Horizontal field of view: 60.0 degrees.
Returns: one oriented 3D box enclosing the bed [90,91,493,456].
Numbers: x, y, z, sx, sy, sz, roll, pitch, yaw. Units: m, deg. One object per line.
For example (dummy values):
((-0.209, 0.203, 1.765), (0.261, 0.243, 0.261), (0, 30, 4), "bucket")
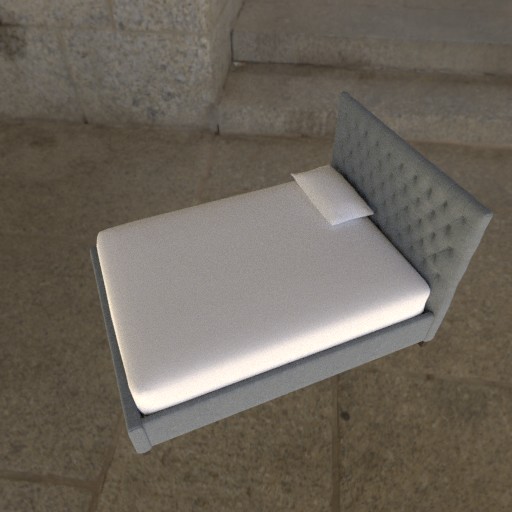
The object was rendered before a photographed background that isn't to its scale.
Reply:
((0.000, 0.000, 3.290), (2.335, 1.411, 1.698), (-16, 48, -15), "bed")
